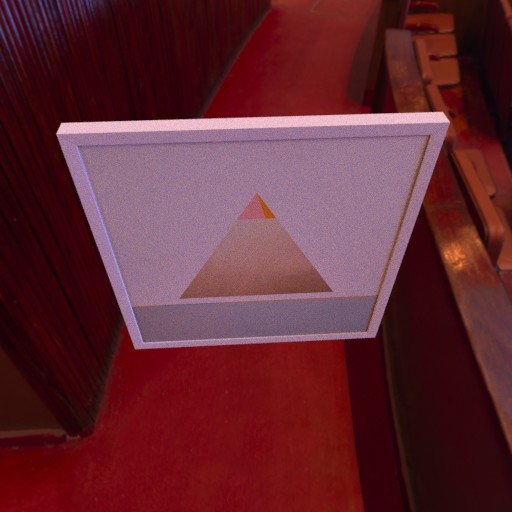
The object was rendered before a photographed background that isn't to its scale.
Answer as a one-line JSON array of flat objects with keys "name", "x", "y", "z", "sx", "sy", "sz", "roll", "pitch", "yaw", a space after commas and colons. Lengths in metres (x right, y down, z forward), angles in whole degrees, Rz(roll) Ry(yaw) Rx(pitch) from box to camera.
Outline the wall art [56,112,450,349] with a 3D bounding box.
[{"name": "wall art", "x": 0.000, "y": 0.000, "z": 1.153, "sx": 0.768, "sy": 0.765, "sz": 0.041, "roll": -2, "pitch": 46, "yaw": -2}]
